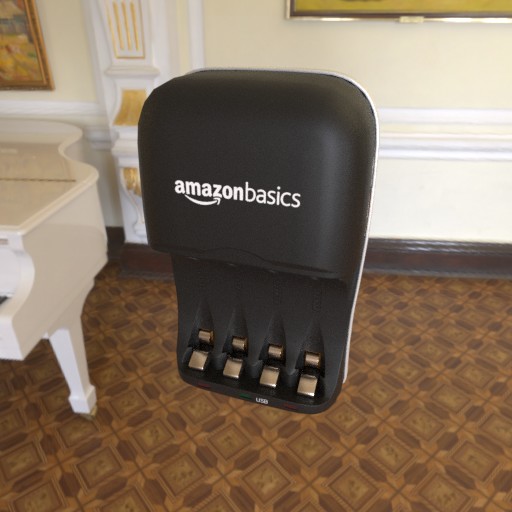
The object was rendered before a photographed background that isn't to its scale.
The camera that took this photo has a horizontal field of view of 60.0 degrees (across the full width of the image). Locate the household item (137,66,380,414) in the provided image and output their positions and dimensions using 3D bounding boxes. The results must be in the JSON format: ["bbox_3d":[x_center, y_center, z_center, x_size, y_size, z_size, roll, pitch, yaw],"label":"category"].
[{"bbox_3d":[0.000,0.000,0.147,0.070,0.114,0.038,9,29,16],"label":"household item"}]
